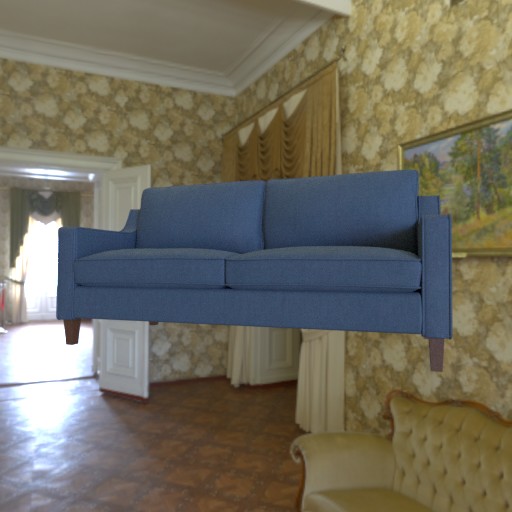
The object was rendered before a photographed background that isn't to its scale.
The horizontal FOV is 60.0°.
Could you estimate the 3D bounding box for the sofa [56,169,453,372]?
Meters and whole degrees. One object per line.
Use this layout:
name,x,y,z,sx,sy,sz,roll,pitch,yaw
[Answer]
sofa,0.000,0.000,2.783,2.178,1.071,1.066,0,-1,19
